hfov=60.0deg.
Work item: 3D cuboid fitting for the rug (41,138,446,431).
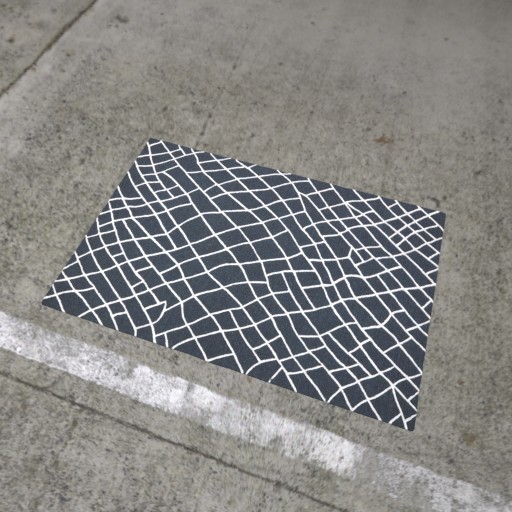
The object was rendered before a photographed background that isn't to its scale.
[{"bbox_3d":[0.000,0.000,2.329,1.830,0.013,1.223,16,60,10],"label":"rug"}]
